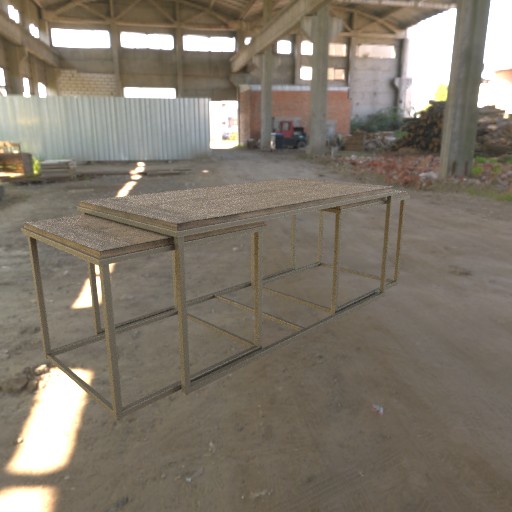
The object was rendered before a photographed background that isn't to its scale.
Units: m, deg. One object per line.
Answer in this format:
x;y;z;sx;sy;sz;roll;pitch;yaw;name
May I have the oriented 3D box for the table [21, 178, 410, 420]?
0.000;0.000;1.506;0.489;0.427;1.312;15;21;43;table
